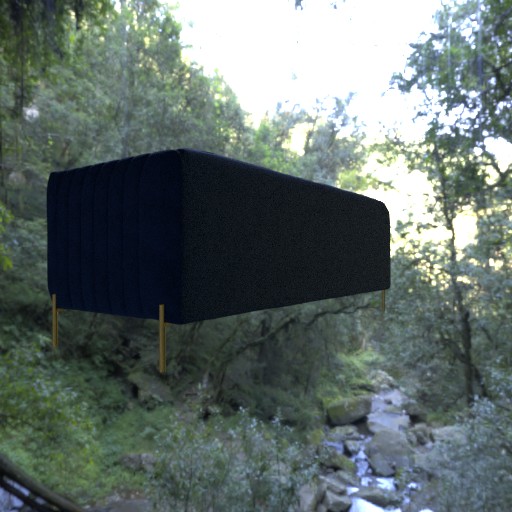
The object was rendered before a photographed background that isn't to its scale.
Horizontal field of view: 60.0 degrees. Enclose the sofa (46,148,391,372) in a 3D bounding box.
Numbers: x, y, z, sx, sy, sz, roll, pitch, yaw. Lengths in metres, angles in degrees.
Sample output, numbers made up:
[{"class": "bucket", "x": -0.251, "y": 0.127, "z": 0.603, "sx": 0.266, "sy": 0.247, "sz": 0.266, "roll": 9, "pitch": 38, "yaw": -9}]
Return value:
[{"class": "sofa", "x": 0.000, "y": 0.000, "z": 2.583, "sx": 0.896, "sy": 0.793, "sz": 2.136, "roll": 0, "pitch": 0, "yaw": 36}]
